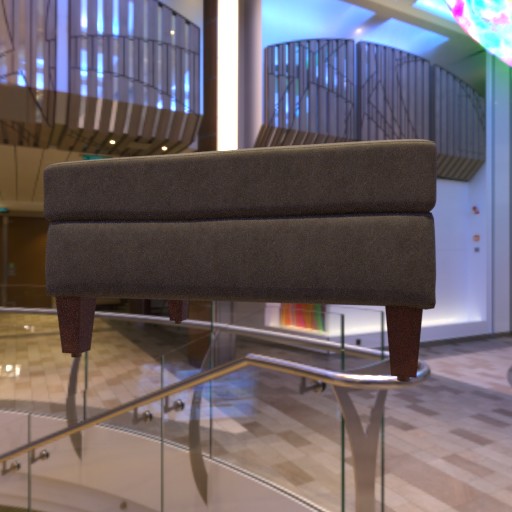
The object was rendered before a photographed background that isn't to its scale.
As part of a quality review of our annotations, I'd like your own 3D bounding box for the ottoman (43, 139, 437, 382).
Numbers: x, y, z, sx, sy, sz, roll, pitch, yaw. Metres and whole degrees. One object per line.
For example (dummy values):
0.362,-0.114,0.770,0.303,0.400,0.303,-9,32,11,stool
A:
0.000,0.000,1.180,0.839,0.464,0.639,0,0,16,ottoman
